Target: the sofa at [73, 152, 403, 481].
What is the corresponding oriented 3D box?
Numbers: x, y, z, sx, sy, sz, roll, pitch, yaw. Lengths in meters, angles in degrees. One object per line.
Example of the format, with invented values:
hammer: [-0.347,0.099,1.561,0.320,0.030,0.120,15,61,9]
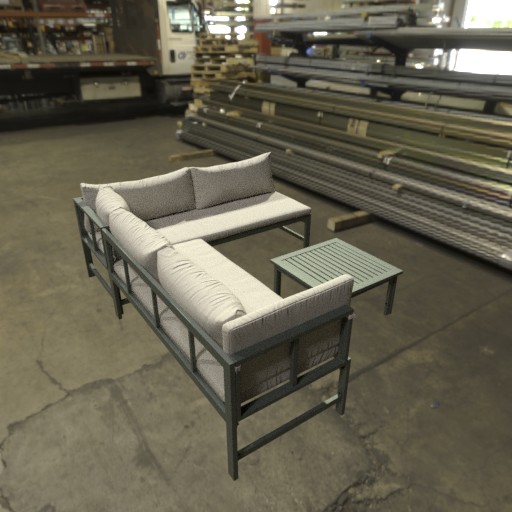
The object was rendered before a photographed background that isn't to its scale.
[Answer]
sofa: [0.000,0.000,2.858,1.658,0.758,2.096,-18,32,-30]
